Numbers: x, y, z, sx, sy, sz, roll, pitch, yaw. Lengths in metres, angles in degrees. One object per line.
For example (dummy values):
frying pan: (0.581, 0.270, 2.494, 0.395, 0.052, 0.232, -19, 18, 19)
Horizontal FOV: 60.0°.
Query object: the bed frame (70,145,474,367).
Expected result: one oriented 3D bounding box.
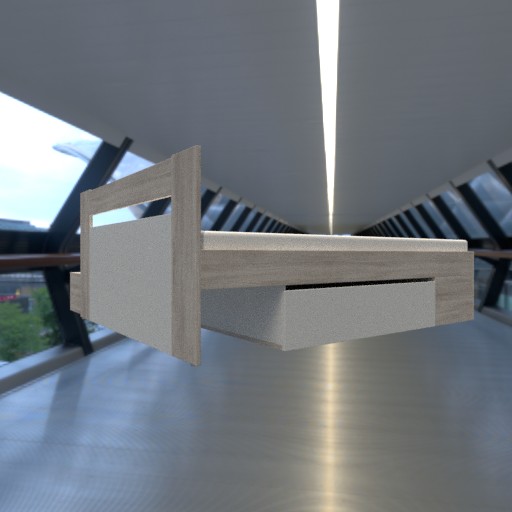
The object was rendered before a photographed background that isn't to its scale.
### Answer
bed frame: (0.000, 0.000, 3.128, 2.050, 0.860, 2.040, 0, 0, -36)
